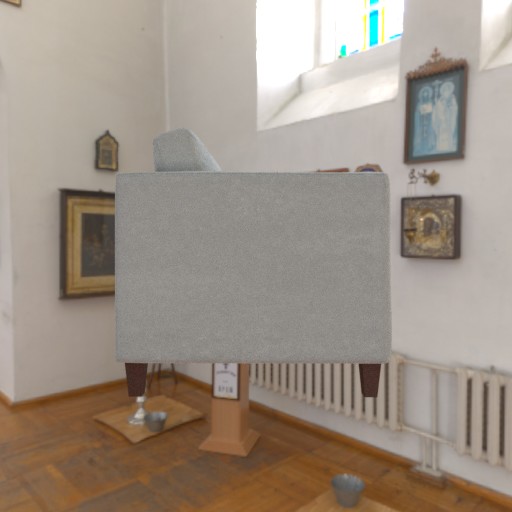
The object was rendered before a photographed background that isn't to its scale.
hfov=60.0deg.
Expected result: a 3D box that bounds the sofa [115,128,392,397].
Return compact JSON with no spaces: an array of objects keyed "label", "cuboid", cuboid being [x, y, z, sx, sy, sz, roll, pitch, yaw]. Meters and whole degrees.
[{"label":"sofa","cuboid":[0.000,0.000,2.379,0.950,0.963,1.884,0,0,1]}]
